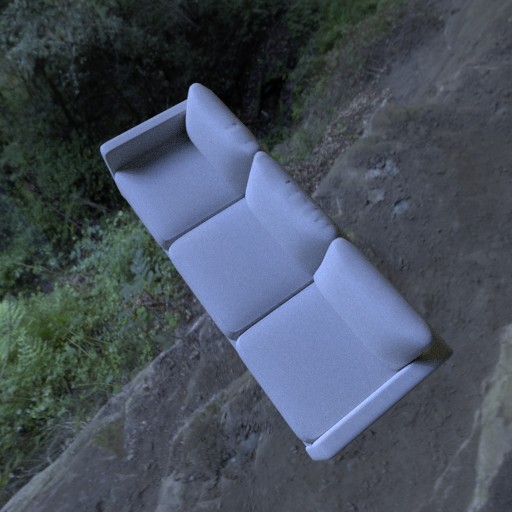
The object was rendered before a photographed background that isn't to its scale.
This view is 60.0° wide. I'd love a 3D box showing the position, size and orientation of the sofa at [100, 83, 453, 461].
[{"bbox_3d":[0.000,0.000,2.682,0.859,0.874,2.218,-34,69,-15],"label":"sofa"}]
